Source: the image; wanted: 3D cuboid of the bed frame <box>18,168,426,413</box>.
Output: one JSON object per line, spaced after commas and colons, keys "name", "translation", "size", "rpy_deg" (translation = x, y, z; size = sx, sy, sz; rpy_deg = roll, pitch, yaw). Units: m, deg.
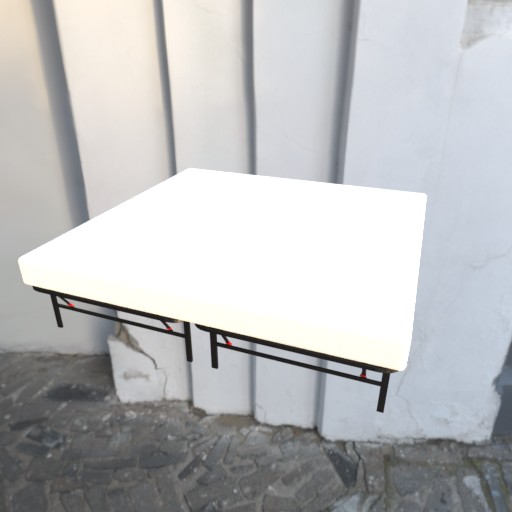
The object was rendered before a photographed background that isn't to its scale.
{"name": "bed frame", "translation": [0.000, 0.000, 2.980], "size": [2.033, 0.525, 1.935], "rpy_deg": [10, 28, 18]}
